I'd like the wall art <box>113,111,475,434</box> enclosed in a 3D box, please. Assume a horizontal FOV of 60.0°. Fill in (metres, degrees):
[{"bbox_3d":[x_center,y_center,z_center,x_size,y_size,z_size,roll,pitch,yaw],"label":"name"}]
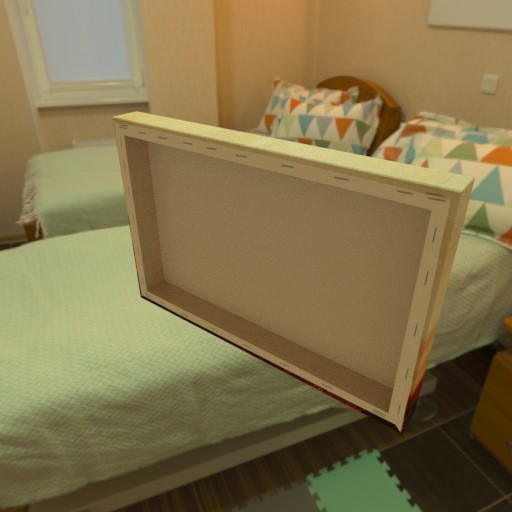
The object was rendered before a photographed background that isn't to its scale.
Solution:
[{"bbox_3d":[0.000,0.000,0.480,0.383,0.251,0.037,20,36,31],"label":"wall art"}]
